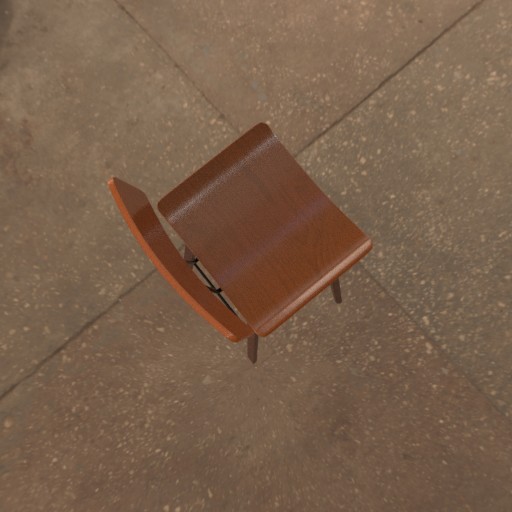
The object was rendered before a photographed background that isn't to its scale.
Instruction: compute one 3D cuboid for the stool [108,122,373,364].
[{"bbox_3d":[0.000,0.000,1.250,0.440,0.969,0.509,-38,79,-9],"label":"stool"}]
